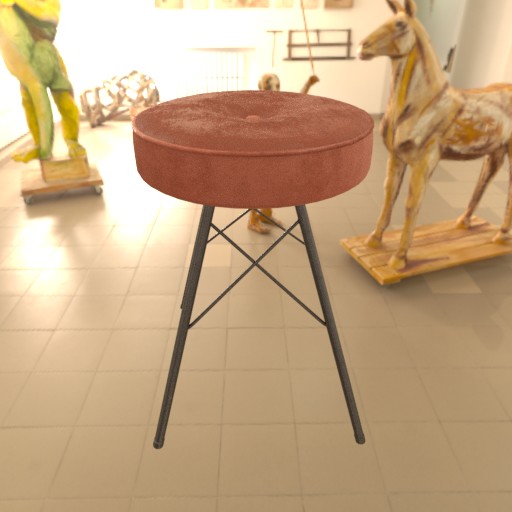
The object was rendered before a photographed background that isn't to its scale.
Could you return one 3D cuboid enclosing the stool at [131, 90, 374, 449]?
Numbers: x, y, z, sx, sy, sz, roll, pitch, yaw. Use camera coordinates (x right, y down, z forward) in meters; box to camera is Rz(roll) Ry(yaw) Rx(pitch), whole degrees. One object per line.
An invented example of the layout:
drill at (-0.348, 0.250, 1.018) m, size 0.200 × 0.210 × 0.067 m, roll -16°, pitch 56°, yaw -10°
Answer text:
stool at (0.000, 0.000, 0.907) m, size 0.421 × 0.593 × 0.457 m, roll -1°, pitch 31°, yaw -1°
